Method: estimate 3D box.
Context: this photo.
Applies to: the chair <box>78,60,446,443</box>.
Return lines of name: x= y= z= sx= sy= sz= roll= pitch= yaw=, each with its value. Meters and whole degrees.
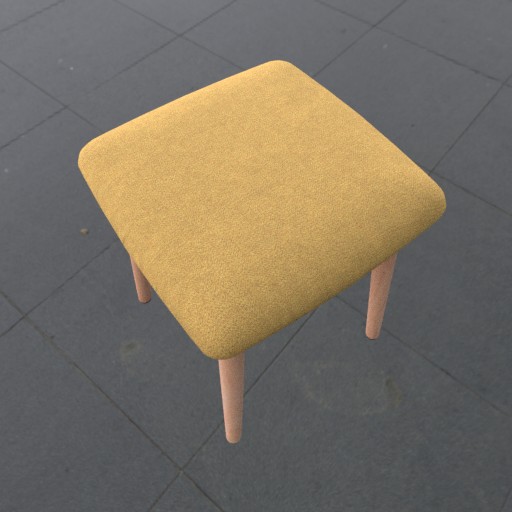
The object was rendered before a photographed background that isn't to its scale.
chair: x=0.000 y=0.000 z=0.690 sx=0.350 sy=0.440 sz=0.350 roll=-31 pitch=63 yaw=-18
